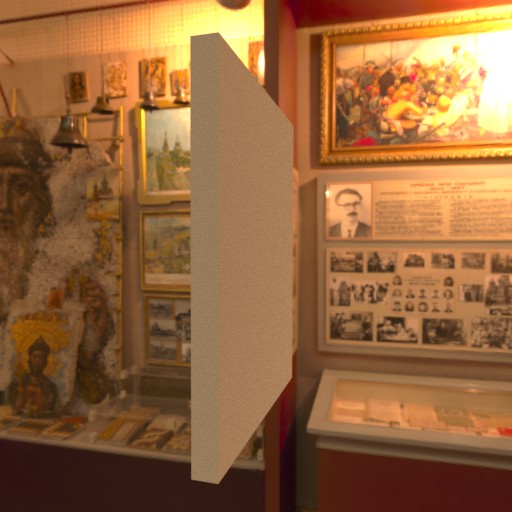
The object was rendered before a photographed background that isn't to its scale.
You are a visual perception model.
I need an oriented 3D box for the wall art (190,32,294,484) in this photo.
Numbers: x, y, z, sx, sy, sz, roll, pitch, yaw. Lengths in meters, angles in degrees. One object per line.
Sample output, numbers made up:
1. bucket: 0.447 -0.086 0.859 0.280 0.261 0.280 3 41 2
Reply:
1. wall art: 0.000 0.000 0.763 0.039 0.553 0.451 1 2 16
